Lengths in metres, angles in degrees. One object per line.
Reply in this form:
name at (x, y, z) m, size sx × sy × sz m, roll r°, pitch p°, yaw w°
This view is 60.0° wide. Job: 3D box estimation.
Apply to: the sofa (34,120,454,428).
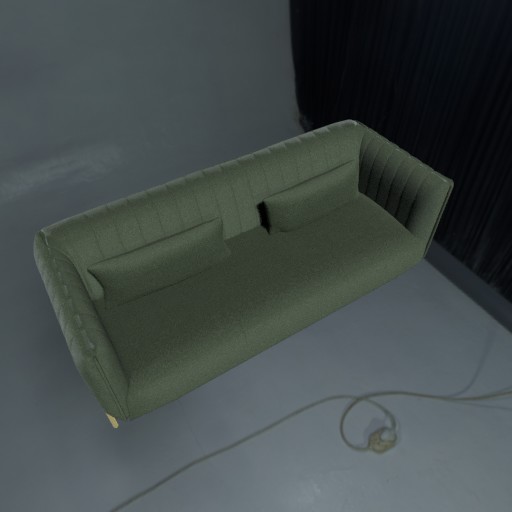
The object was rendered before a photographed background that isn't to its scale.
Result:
sofa at (0.000, 0.000, 2.549) m, size 2.137 × 0.793 × 0.896 m, roll -25°, pitch 51°, yaw -22°
